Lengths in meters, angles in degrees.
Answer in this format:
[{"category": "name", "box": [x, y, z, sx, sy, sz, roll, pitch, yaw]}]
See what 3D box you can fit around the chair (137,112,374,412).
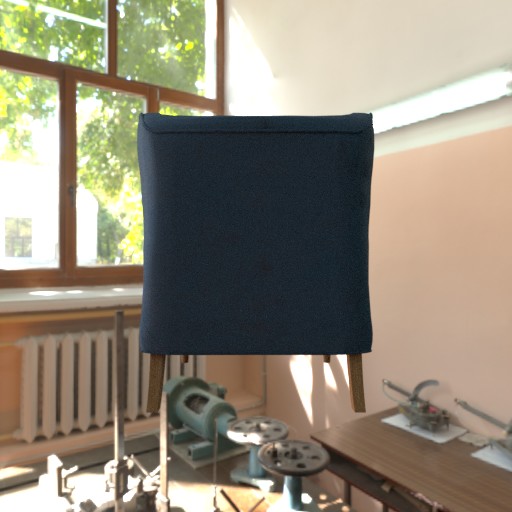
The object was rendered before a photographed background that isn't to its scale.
[{"category": "chair", "box": [0.000, 0.000, 1.630, 0.793, 0.952, 0.910, 0, 0, 0]}]
